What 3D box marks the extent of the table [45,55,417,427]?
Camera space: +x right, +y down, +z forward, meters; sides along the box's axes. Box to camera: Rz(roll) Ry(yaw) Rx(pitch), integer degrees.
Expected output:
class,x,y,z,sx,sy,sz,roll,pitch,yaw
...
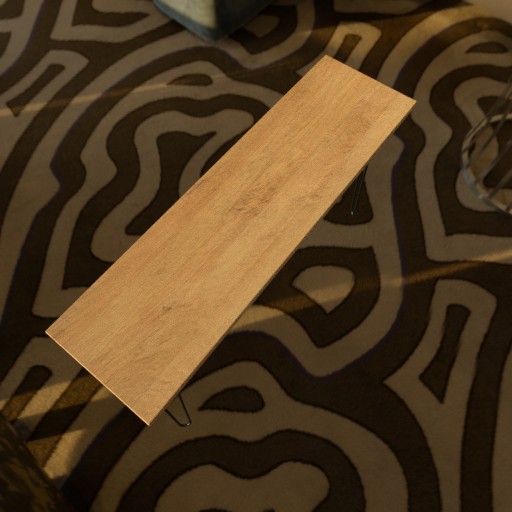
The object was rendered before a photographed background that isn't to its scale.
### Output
class,x,y,z,sx,sy,sz,roll,pitch,yaw
table,0.000,0.000,1.780,0.399,0.799,1.400,35,69,16
